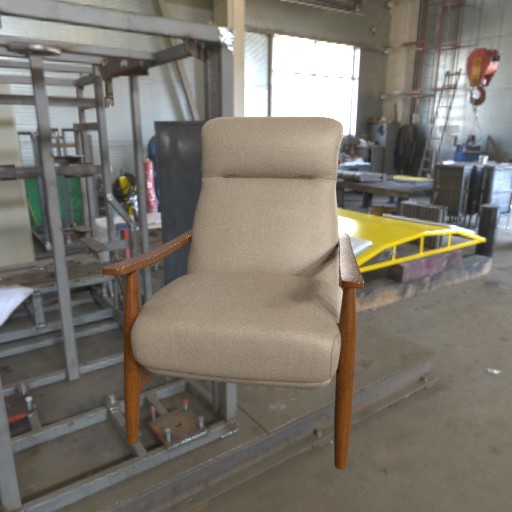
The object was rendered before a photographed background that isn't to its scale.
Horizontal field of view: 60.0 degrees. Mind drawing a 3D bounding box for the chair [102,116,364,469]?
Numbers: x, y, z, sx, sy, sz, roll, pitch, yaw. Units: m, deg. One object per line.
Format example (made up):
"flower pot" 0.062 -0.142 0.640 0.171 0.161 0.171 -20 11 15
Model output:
"chair" 0.000 0.000 1.761 0.762 1.082 1.032 3 16 9
